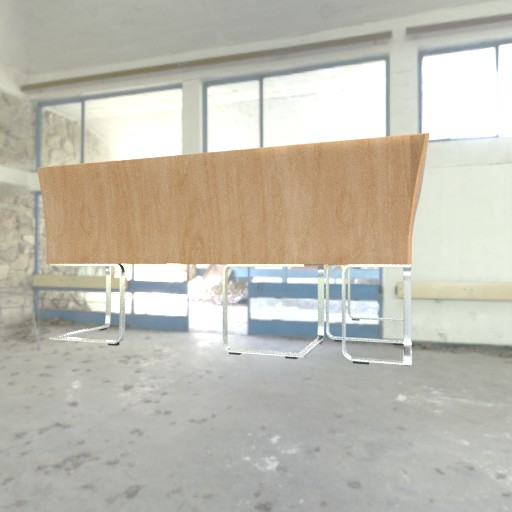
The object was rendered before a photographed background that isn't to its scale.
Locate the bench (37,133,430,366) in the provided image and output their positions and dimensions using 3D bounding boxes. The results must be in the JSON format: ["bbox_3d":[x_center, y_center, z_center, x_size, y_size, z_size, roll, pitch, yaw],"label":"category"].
[{"bbox_3d":[0.000,0.000,2.735,1.945,0.930,1.495,0,-1,19],"label":"bench"}]
